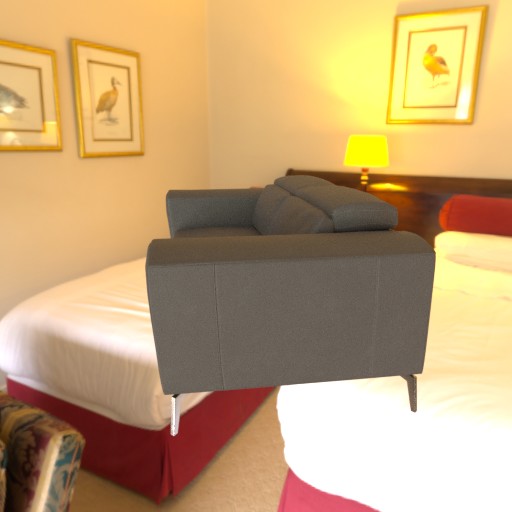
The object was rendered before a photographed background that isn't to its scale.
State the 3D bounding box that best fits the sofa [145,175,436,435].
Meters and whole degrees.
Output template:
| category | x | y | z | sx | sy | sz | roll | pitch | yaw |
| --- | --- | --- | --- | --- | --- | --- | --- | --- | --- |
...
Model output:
| category | x | y | z | sx | sy | sz | roll | pitch | yaw |
| --- | --- | --- | --- | --- | --- | --- | --- | --- | --- |
| sofa | 0.000 | 0.000 | 2.396 | 1.003 | 0.779 | 1.895 | -2 | 15 | -8 |
